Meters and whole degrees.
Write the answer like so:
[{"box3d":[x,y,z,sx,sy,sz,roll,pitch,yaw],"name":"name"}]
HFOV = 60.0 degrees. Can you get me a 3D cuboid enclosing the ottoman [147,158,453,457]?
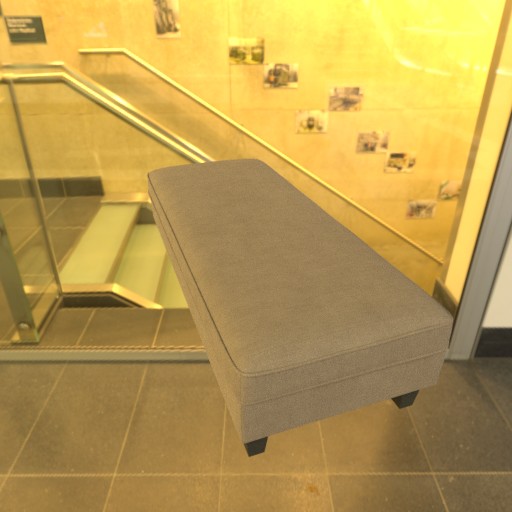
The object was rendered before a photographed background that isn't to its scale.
[{"box3d":[0.000,0.000,2.046,0.751,0.470,1.764,-10,31,-17],"name":"ottoman"}]
